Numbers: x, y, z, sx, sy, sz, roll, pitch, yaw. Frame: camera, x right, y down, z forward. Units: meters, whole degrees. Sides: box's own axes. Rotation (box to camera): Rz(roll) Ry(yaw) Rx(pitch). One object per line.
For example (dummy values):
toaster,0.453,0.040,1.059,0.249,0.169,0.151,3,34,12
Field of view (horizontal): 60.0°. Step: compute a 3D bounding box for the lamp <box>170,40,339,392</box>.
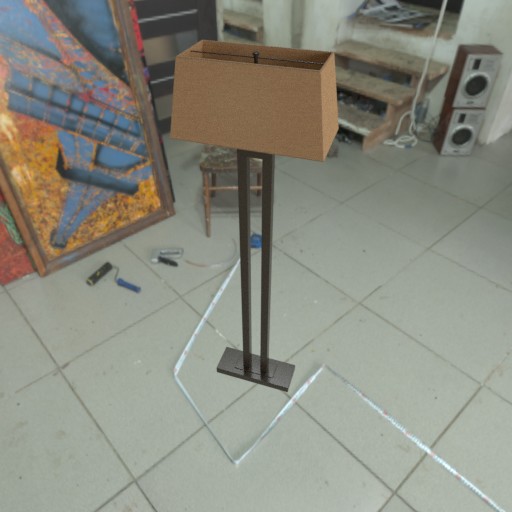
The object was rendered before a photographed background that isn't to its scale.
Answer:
lamp,0.000,0.000,1.697,0.475,1.469,0.233,12,42,14
